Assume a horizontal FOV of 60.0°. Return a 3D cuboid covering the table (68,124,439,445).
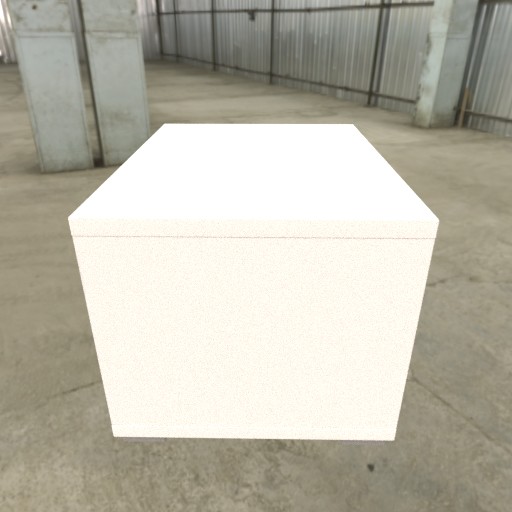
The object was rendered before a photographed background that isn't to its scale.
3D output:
[{"bbox_3d":[0.000,0.000,0.785,0.399,0.357,0.517,0,27,1],"label":"table"}]
